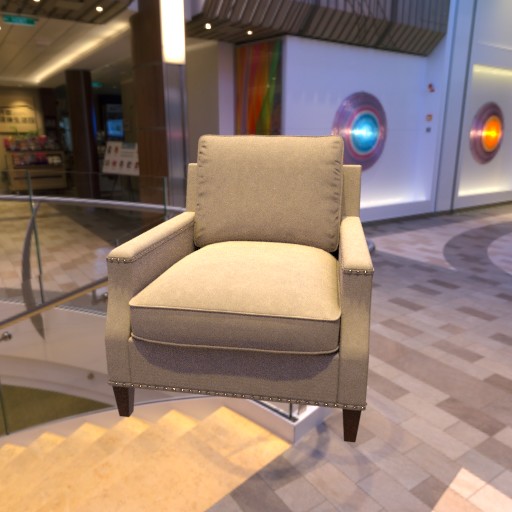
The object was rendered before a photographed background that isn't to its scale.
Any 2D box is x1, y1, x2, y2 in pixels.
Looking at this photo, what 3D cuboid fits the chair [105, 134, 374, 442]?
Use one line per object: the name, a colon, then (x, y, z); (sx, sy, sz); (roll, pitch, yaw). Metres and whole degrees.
chair: (0.000, 0.000, 1.780); (0.853, 0.943, 1.014); (3, 15, 10)
